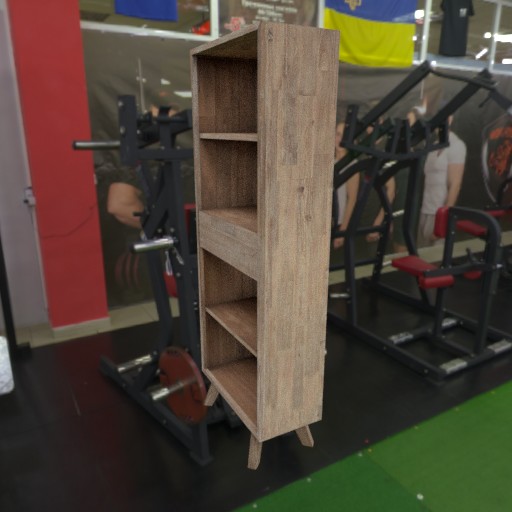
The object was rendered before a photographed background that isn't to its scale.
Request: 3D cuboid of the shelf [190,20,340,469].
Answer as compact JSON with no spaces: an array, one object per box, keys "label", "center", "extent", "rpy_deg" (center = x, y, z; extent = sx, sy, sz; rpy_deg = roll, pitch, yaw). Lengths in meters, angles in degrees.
[{"label":"shelf","center":[0.000,0.000,1.518],"extent":[0.267,1.342,0.491],"rpy_deg":[-9,18,-27]}]
